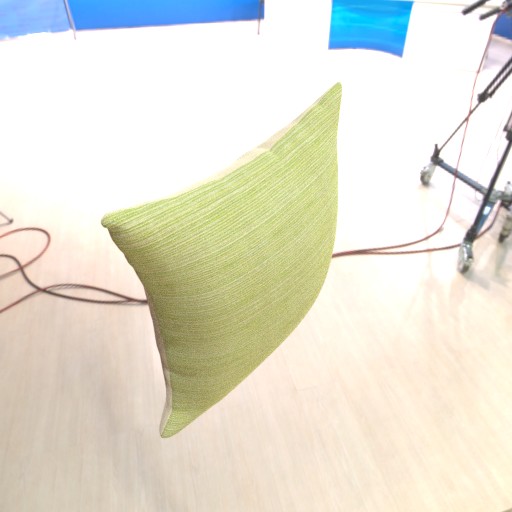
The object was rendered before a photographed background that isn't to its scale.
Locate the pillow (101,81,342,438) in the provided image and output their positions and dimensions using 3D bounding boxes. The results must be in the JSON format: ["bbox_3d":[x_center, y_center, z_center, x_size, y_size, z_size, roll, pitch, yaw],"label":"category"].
[{"bbox_3d":[0.000,0.000,0.804,0.229,0.487,0.560,26,46,27],"label":"pillow"}]
